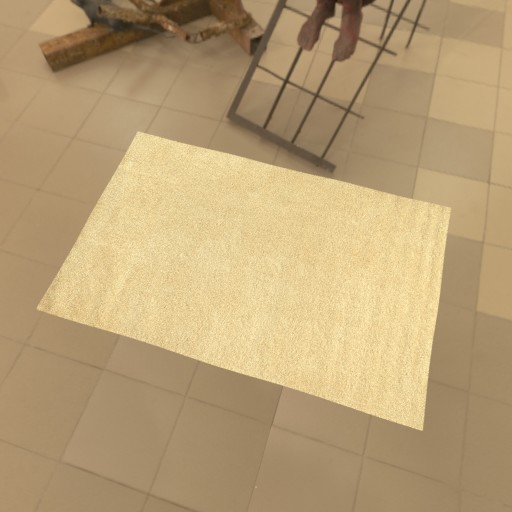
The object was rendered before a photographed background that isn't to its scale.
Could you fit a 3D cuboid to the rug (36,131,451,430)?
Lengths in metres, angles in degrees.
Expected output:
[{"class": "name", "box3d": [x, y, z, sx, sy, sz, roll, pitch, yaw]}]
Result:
[{"class": "rug", "box3d": [0.000, 0.000, 2.886, 2.346, 0.025, 1.500, 15, 64, 8]}]
